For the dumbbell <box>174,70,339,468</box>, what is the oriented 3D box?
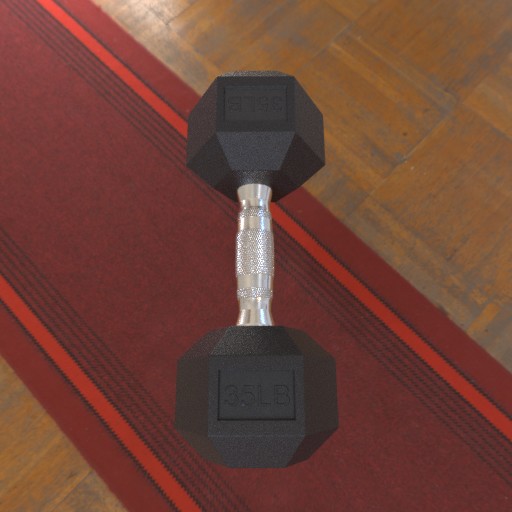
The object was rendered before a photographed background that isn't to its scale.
[{"bbox_3d":[0.000,0.000,0.421,0.141,0.123,0.356,0,74,0],"label":"dumbbell"}]
